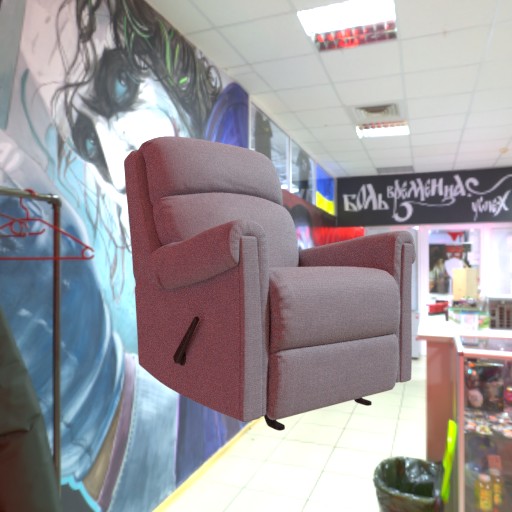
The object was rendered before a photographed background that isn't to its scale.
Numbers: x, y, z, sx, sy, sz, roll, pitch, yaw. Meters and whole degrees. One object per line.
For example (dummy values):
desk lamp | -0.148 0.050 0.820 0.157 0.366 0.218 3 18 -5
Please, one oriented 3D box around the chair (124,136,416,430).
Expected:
chair | 0.000 0.000 1.786 0.838 1.054 1.014 1 -1 -36
